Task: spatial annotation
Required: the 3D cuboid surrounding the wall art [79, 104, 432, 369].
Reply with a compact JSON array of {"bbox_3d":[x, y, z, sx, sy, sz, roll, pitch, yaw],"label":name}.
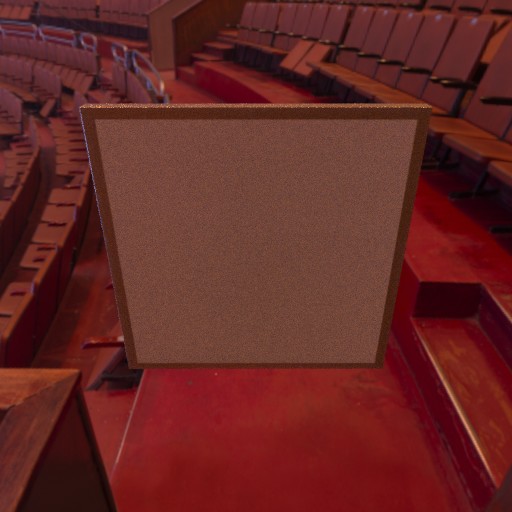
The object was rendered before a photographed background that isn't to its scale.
[{"bbox_3d":[0.000,0.000,1.160,0.762,0.760,0.037,0,30,0],"label":"wall art"}]
